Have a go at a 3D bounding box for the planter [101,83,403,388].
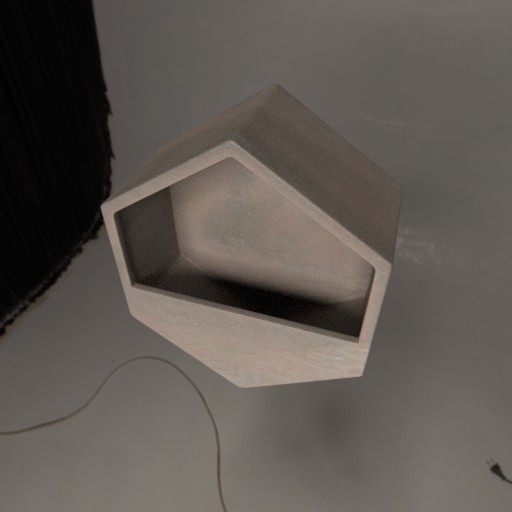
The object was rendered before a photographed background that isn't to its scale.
[{"bbox_3d":[0.000,0.000,0.301,0.169,0.206,0.077,12,43,13],"label":"planter"}]
